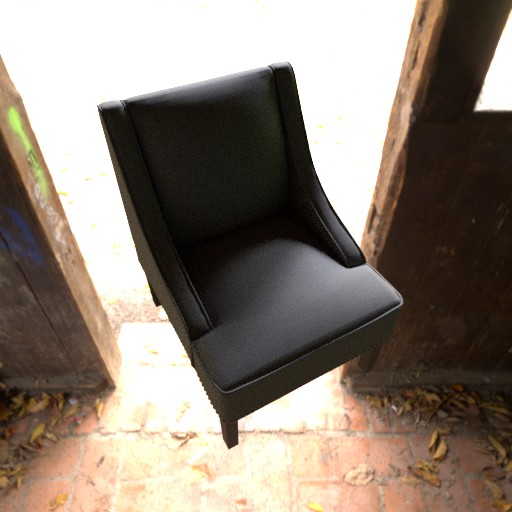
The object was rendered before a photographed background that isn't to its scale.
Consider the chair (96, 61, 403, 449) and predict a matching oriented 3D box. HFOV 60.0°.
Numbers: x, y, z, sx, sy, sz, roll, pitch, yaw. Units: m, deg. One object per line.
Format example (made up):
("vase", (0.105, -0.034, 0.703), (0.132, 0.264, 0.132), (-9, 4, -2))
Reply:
("chair", (0.000, 0.000, 1.408), (0.631, 0.867, 0.747), (-22, 49, -20))
